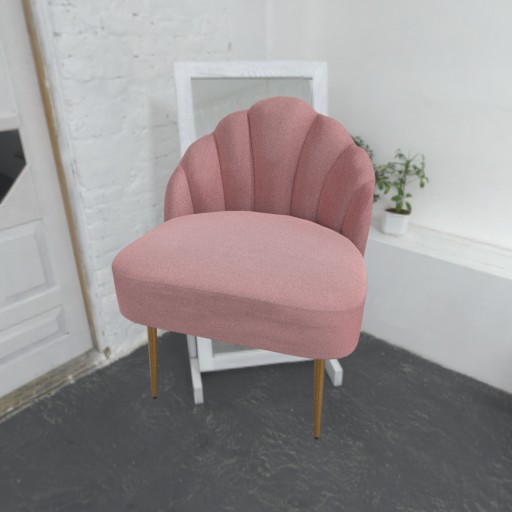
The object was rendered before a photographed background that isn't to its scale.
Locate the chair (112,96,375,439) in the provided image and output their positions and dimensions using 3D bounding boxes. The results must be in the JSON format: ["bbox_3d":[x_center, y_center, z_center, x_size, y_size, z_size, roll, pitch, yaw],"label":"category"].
[{"bbox_3d":[0.000,0.000,1.299,0.657,0.819,0.599,8,28,16],"label":"chair"}]
